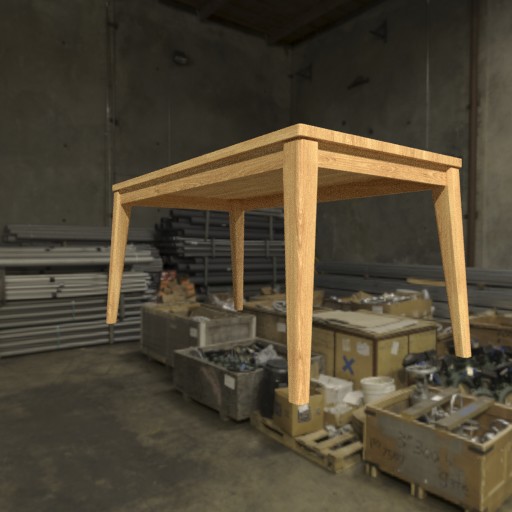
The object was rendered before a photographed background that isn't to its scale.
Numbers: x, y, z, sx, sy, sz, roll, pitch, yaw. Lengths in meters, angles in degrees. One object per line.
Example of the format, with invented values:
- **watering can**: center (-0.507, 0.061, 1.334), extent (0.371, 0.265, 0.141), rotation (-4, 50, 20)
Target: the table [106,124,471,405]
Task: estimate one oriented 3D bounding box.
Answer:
- **table**: center (0.000, 0.000, 2.082), extent (0.900, 0.760, 1.600), rotation (-1, 2, -36)
